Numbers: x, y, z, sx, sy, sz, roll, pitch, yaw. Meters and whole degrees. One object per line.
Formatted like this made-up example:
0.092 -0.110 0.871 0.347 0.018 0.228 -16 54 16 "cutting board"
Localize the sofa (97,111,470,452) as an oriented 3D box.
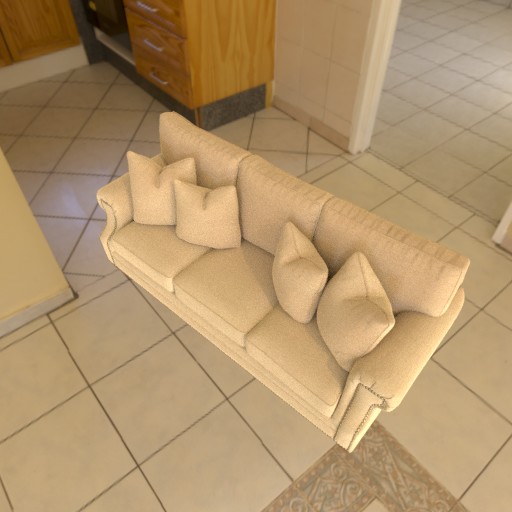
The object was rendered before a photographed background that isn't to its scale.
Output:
0.000 0.000 2.779 2.312 0.975 0.965 33 55 27 "sofa"
